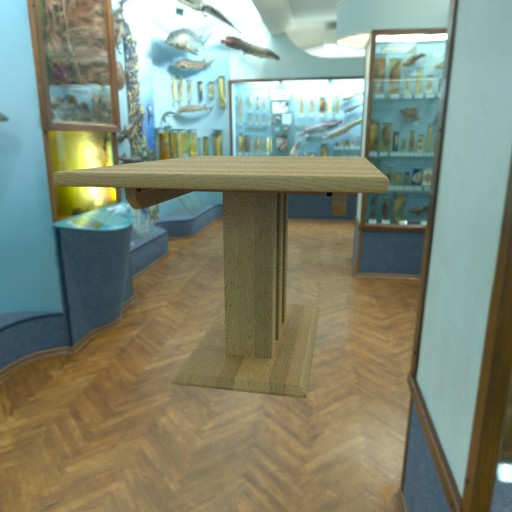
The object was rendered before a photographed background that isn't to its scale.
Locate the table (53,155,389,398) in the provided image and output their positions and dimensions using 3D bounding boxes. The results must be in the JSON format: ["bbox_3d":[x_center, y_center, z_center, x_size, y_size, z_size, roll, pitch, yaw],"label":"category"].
[{"bbox_3d":[0.000,0.000,1.855,0.900,0.770,1.300,3,15,11],"label":"table"}]
